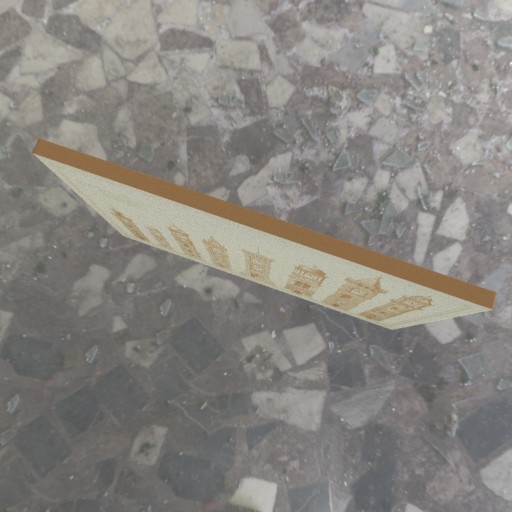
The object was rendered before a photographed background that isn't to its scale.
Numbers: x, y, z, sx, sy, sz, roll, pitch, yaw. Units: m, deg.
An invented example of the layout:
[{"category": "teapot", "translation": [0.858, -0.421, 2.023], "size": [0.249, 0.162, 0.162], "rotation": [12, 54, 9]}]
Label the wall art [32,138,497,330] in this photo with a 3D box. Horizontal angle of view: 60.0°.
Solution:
[{"category": "wall art", "translation": [0.000, 0.000, 1.130], "size": [0.915, 0.608, 0.033], "rotation": [19, 78, 4]}]
